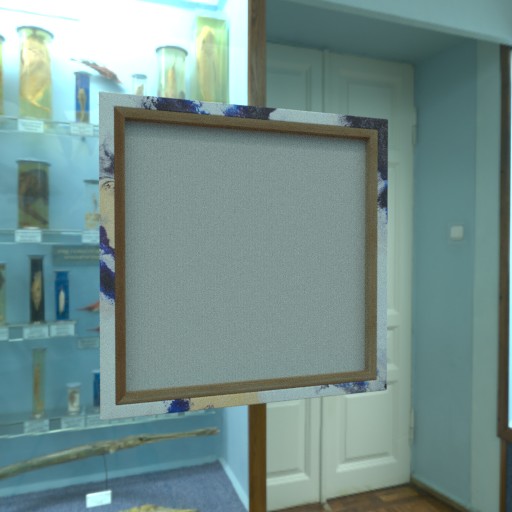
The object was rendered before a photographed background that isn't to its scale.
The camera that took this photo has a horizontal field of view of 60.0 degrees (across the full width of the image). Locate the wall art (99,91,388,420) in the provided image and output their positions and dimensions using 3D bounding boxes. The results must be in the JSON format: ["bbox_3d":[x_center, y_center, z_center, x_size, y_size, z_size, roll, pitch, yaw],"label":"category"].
[{"bbox_3d":[0.000,0.000,1.334,0.887,0.885,0.038,0,1,-17],"label":"wall art"}]
